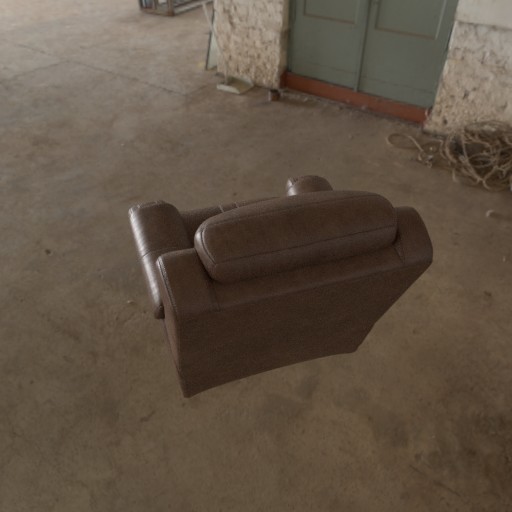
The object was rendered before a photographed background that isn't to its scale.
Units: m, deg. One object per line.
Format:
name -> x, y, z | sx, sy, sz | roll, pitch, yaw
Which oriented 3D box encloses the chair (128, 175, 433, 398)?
chair -> 0.000, 0.000, 1.792 | 0.940, 0.990, 1.067 | -12, 43, -13
